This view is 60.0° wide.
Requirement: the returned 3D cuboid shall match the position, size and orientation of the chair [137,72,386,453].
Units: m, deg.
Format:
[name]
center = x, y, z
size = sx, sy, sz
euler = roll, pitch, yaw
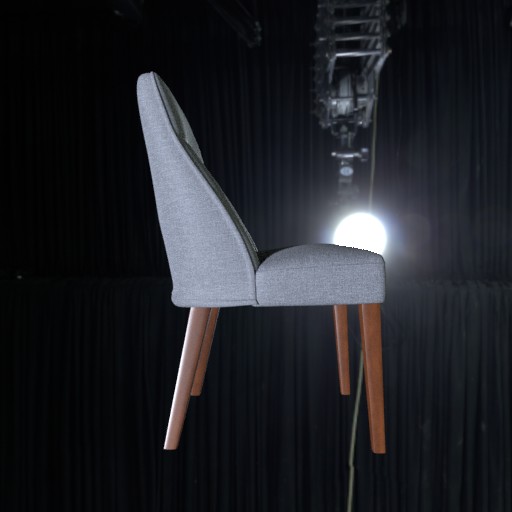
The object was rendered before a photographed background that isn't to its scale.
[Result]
[chair]
center = 0.000, 0.000, 1.270
size = 0.620, 0.930, 0.500
euler = 0, 1, 1
